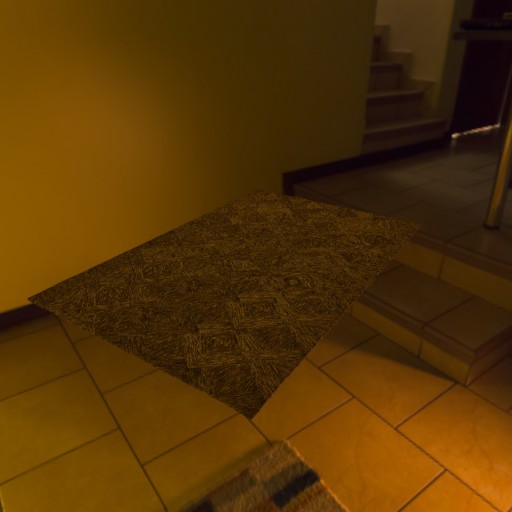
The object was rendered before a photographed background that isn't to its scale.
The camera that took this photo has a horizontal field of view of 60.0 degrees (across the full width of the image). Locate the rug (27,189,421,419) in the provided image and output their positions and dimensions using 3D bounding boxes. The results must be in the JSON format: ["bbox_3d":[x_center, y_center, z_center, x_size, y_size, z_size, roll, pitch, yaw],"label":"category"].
[{"bbox_3d":[0.000,0.000,2.284,1.189,0.011,1.808,17,31,30],"label":"rug"}]
